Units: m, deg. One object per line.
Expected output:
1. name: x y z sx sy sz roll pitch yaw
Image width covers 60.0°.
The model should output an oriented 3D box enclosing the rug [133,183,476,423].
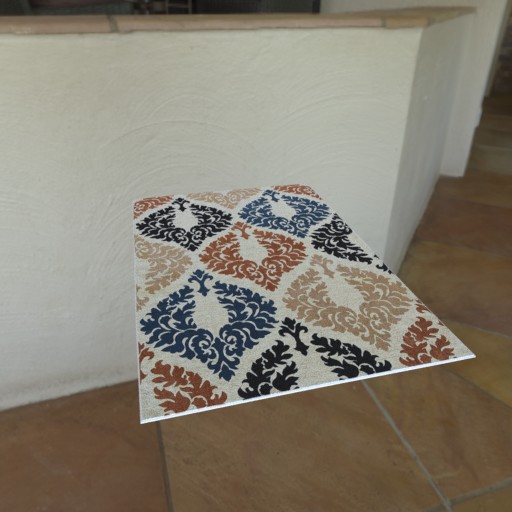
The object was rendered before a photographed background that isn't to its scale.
1. rug: 0.000 0.000 2.830 1.514 0.014 2.275 -7 31 -12
